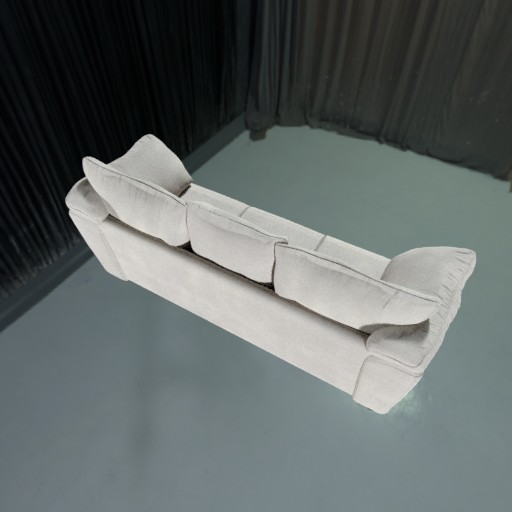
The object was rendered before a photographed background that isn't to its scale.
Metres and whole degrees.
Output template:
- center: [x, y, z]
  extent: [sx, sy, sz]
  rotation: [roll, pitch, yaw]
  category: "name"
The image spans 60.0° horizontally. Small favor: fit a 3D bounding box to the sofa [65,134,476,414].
- center: [0.000, 0.000, 2.775]
  extent: [2.334, 0.996, 0.878]
  rotation: [24, 51, 20]
  category: "sofa"
